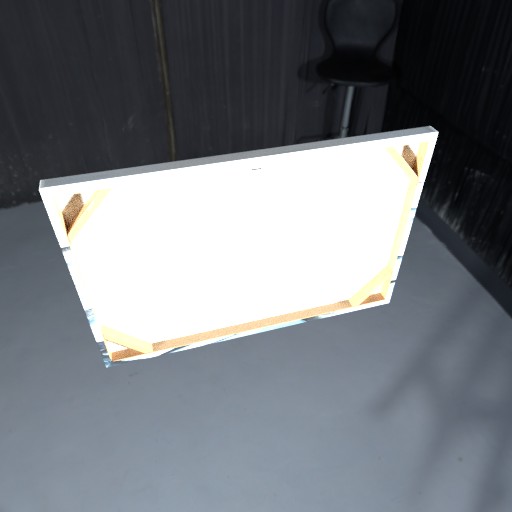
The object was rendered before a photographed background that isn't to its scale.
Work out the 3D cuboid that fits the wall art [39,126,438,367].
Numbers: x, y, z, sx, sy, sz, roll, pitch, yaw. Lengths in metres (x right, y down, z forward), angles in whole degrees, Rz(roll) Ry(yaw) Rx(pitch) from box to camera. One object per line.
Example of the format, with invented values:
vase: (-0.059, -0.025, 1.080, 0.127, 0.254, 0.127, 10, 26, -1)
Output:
wall art: (0.000, 0.000, 1.194, 0.914, 0.609, 0.039, -11, 42, -12)
